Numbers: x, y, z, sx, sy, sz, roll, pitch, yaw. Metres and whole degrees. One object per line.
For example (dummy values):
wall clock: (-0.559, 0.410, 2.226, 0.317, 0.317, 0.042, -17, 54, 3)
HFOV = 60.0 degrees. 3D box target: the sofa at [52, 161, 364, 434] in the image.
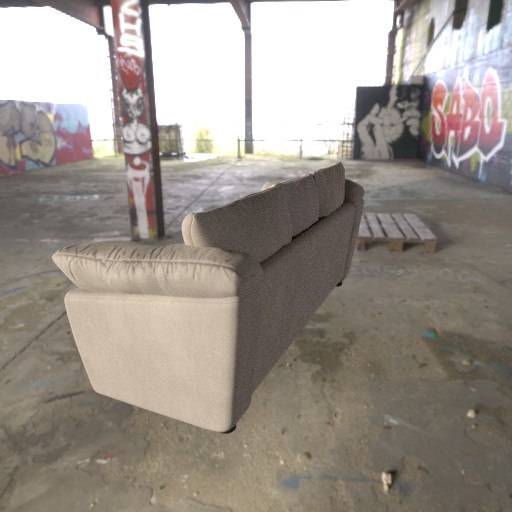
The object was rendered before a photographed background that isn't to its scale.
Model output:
sofa: (0.000, 0.000, 2.761, 0.878, 0.996, 2.334, 8, 19, 23)
